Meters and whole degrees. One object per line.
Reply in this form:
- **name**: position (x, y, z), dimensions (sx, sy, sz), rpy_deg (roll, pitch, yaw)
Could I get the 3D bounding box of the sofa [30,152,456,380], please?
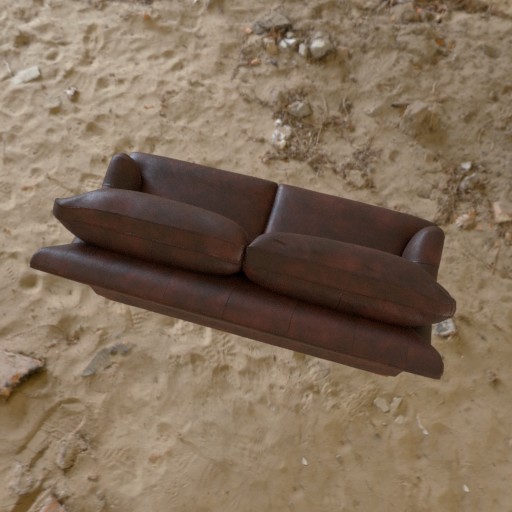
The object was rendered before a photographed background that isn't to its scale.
- **sofa**: position (0.000, 0.000, 2.706), dimensions (2.144, 1.071, 1.147), rpy_deg (14, 65, 7)
